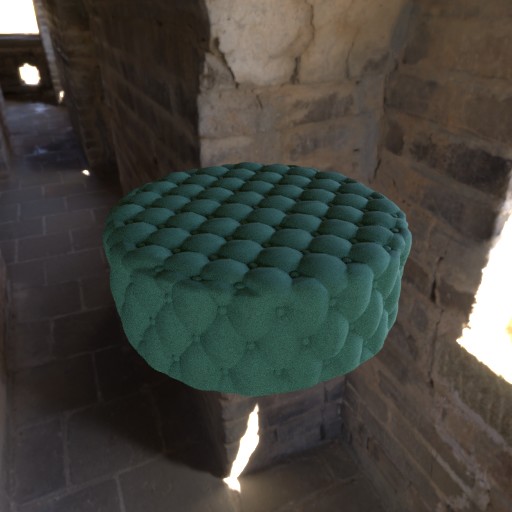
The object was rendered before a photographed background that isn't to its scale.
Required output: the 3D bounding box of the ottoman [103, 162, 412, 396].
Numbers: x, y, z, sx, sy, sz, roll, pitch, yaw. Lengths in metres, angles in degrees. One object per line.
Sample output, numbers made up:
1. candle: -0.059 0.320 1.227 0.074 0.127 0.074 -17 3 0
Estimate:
1. ottoman: 0.000 0.000 1.558 0.998 0.399 0.998 0 30 0
